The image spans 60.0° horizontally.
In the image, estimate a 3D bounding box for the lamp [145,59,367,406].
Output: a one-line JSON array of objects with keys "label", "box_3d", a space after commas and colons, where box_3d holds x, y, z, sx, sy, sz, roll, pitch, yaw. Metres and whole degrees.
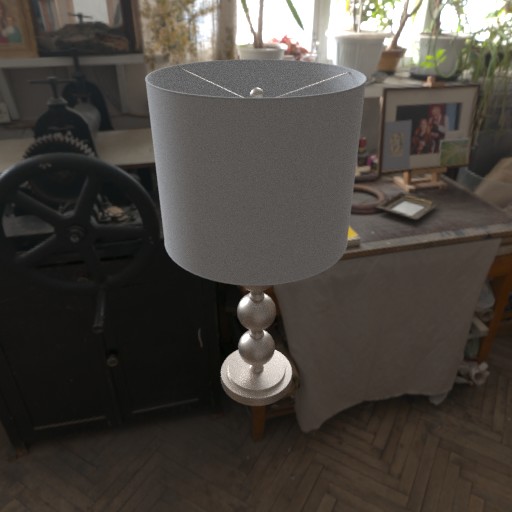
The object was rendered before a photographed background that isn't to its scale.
[{"label": "lamp", "box_3d": [0.000, 0.000, 0.701, 0.277, 0.538, 0.277, 21, 37, 31]}]
